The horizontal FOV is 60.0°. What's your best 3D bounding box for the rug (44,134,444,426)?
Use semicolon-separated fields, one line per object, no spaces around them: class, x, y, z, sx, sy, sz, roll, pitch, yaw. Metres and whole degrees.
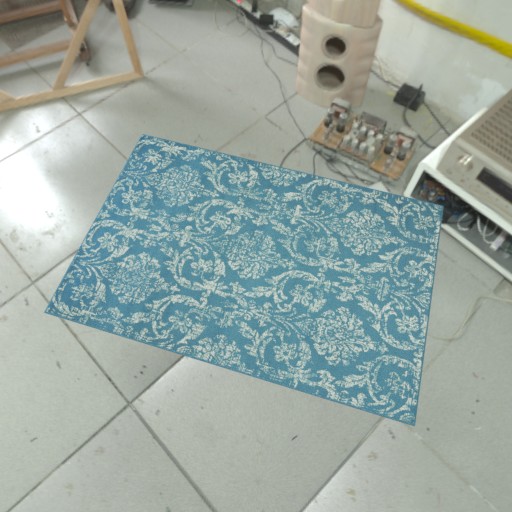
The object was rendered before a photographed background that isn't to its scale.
rug;0.000;0.000;3.510;2.746;0.018;1.816;15;64;8
